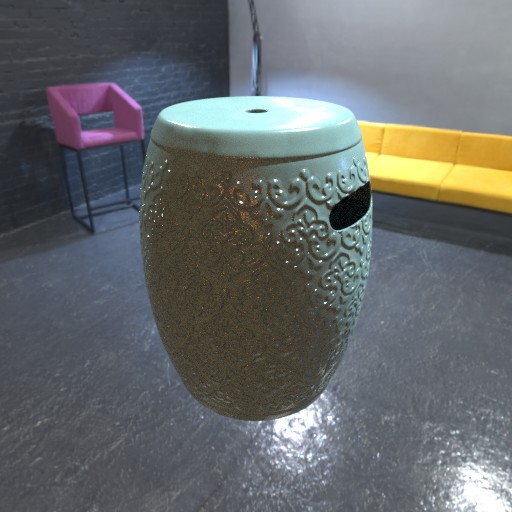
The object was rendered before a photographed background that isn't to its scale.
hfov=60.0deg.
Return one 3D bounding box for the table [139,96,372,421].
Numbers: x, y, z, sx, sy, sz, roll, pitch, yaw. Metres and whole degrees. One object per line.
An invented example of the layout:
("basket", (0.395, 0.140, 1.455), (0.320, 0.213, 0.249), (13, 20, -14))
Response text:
("table", (0.000, 0.000, 0.622), (0.309, 0.397, 0.309), (0, 28, 0))
